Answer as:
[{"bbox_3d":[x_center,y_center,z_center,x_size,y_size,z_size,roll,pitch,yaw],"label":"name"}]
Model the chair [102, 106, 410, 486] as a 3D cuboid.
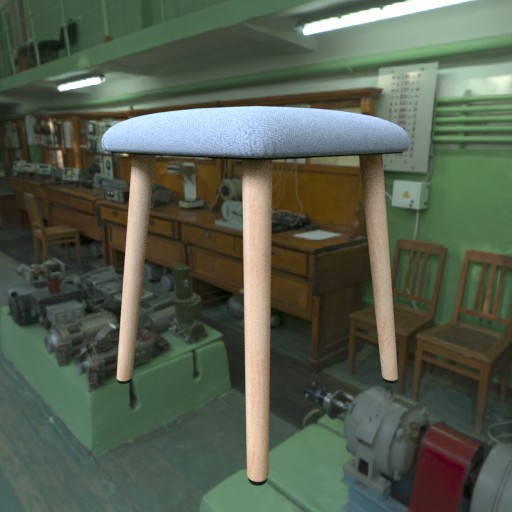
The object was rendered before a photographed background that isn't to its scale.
[{"bbox_3d":[0.000,0.000,0.699,0.350,0.440,0.350,14,21,43],"label":"chair"}]
